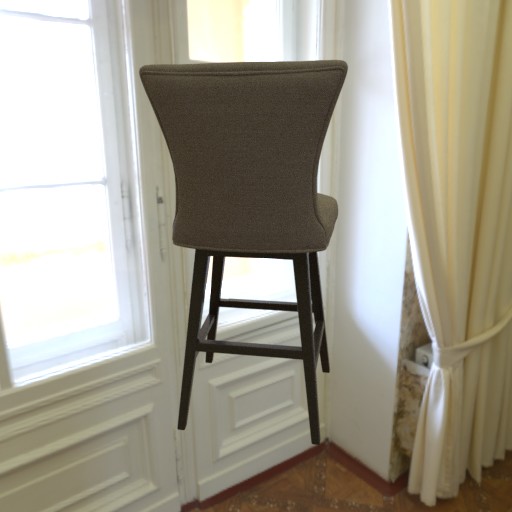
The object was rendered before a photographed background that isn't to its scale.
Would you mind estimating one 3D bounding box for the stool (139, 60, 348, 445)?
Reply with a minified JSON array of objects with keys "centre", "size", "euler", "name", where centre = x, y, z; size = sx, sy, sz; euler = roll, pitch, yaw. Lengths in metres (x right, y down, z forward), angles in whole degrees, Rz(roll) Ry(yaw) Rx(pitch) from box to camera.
[{"centre":[0.000,0.000,1.420],"size":[0.514,1.086,0.574],"euler":[2,16,9],"name":"stool"}]
